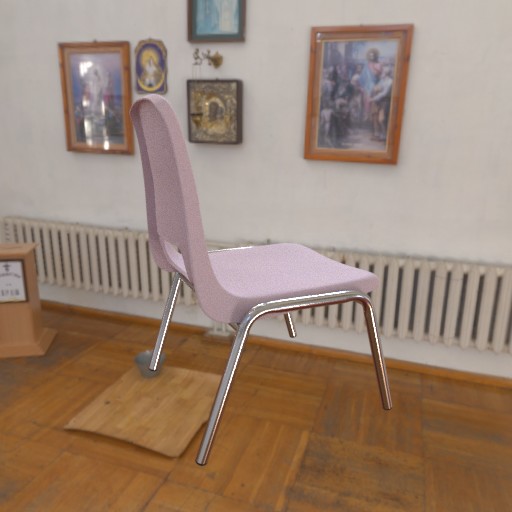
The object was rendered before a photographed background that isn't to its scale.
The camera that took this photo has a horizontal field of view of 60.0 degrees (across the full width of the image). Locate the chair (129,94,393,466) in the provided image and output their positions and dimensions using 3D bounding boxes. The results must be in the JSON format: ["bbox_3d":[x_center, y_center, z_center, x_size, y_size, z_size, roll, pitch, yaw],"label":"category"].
[{"bbox_3d":[0.000,0.000,0.805,0.385,0.536,0.354,-7,16,-25],"label":"chair"}]
